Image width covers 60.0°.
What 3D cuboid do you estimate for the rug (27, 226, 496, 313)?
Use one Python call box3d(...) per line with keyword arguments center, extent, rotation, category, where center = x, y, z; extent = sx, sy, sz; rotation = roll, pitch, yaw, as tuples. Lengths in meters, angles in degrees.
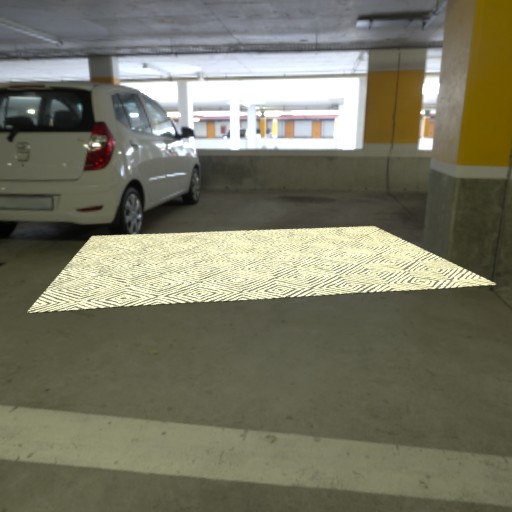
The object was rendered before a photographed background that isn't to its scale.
box3d(center=(0.000, 0.000, 2.175), extent=(1.750, 0.004, 1.177), rotation=(-3, 16, -9), category="rug")
